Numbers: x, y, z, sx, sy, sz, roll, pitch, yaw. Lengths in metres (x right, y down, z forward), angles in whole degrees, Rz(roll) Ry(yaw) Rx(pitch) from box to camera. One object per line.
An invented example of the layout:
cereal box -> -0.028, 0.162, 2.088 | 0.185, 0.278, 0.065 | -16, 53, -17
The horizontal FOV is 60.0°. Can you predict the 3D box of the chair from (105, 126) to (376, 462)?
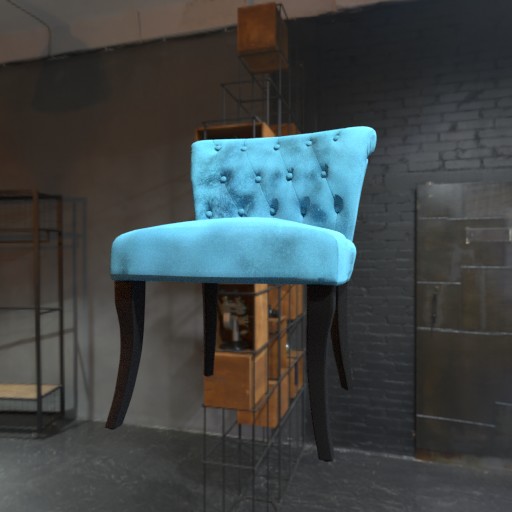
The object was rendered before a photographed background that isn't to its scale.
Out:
chair -> 0.000, 0.000, 1.162 | 0.582, 0.750, 0.605 | 0, 0, 19
